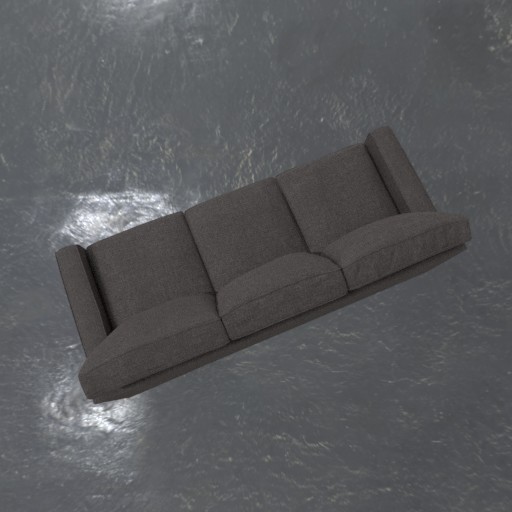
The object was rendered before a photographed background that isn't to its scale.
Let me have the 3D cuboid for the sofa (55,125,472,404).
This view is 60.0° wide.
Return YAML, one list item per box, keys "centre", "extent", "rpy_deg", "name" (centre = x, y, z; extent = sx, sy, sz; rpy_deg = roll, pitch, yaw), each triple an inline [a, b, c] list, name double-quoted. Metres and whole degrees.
- centre: [0.000, 0.000, 2.883]
  extent: [2.369, 0.978, 1.004]
  rpy_deg: [-22, 77, -5]
  name: "sofa"
